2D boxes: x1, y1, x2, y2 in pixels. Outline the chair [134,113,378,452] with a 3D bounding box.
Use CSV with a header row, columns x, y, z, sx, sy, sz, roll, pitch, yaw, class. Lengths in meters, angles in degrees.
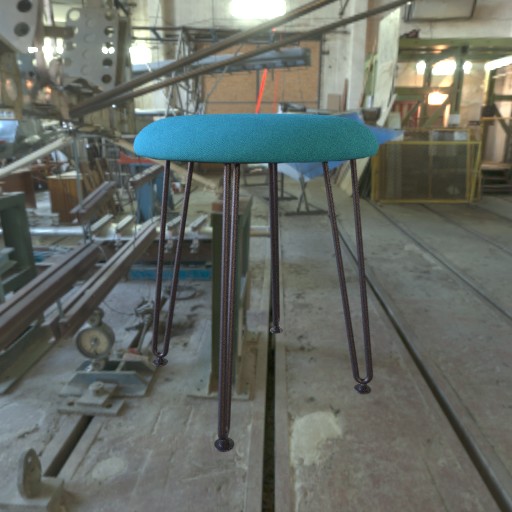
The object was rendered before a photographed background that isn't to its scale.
x,y,z,sx,sy,sz,roll,pitch,yaw,class
0.000,0.000,0.704,0.350,0.430,0.350,-15,22,-41,chair
